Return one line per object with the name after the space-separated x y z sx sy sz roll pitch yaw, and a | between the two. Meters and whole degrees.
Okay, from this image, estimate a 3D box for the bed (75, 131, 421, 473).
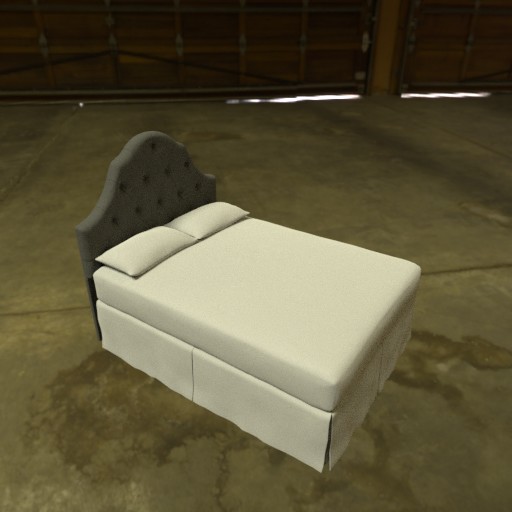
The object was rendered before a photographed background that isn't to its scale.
0.000 0.000 3.333 2.155 1.575 1.636 18 33 30 | bed
